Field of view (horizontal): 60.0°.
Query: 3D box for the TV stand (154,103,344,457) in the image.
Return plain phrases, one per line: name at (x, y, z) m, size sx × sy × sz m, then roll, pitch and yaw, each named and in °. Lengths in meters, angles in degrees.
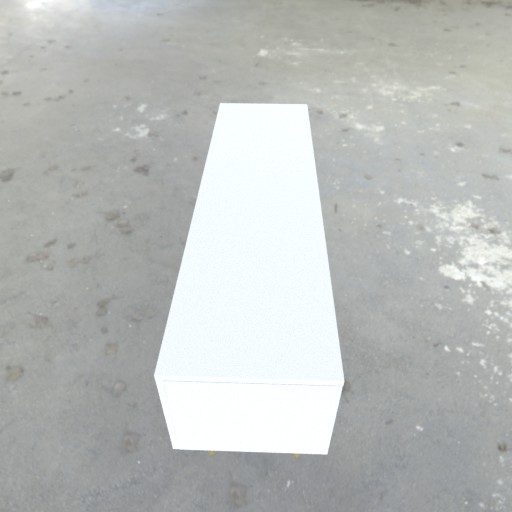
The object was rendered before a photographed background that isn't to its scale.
TV stand at (0.000, 0.000, 1.599) m, size 0.401 × 0.560 × 1.398 m, roll 1°, pitch 41°, yaw 1°
